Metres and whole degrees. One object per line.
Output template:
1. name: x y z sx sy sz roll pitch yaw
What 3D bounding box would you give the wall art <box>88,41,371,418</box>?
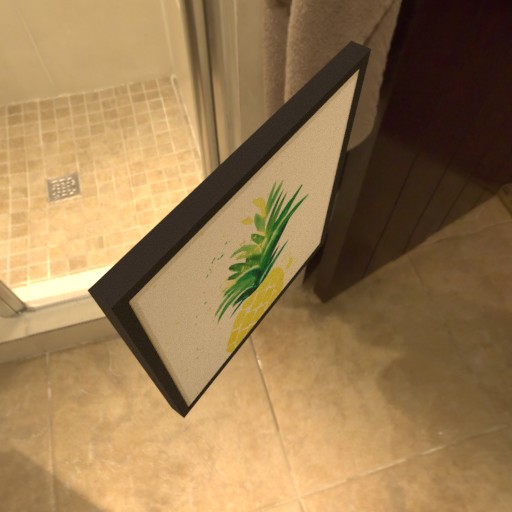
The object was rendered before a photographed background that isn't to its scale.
1. wall art: 0.000 0.000 0.752 0.033 0.507 0.508 33 64 18
